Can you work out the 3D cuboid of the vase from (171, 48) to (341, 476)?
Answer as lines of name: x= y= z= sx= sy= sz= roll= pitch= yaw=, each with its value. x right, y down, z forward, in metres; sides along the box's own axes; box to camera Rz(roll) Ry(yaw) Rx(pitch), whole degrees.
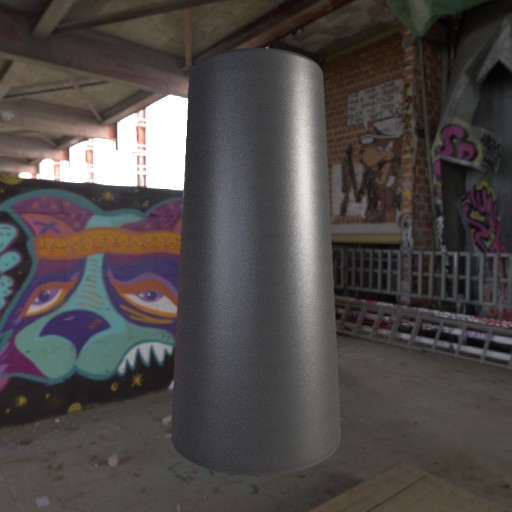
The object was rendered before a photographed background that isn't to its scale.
vase: x=0.000 y=0.000 z=0.358 sx=0.136 sy=0.289 sz=0.136 roll=-1 pitch=2 yaw=-18
